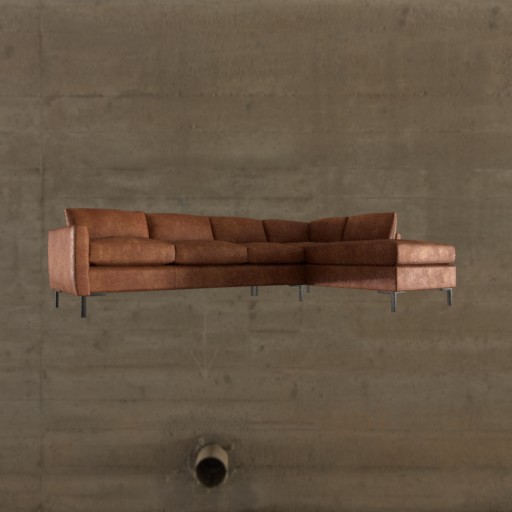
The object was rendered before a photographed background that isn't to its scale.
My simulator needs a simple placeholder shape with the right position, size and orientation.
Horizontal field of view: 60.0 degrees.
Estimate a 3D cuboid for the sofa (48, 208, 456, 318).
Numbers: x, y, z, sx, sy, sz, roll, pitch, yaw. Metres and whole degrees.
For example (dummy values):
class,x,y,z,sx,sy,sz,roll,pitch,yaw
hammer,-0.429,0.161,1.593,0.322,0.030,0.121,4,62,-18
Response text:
class,x,y,z,sx,sy,sz,roll,pitch,yaw
sofa,0.000,0.000,3.824,2.984,0.877,1.938,0,0,-35
